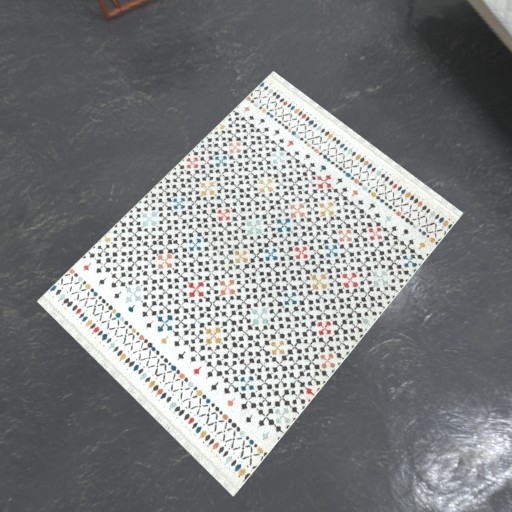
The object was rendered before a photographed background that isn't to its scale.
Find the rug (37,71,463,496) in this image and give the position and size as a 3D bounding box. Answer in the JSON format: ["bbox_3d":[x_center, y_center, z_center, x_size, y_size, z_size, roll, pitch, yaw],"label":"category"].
[{"bbox_3d":[0.000,0.000,4.037,2.354,0.007,3.196,40,78,10],"label":"rug"}]
